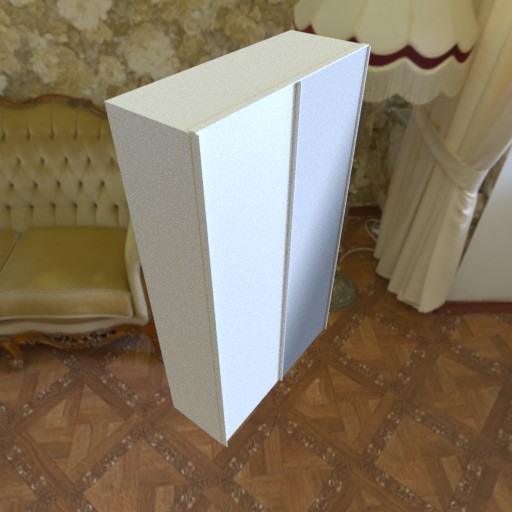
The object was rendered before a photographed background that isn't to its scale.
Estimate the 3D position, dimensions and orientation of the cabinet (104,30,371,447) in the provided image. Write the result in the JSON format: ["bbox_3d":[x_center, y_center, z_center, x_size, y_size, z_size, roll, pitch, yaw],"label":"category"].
[{"bbox_3d":[0.000,0.000,2.633,0.480,2.160,1.250,27,48,27],"label":"cabinet"}]
